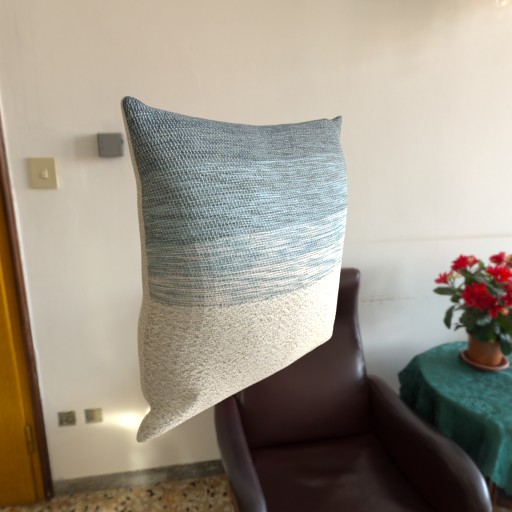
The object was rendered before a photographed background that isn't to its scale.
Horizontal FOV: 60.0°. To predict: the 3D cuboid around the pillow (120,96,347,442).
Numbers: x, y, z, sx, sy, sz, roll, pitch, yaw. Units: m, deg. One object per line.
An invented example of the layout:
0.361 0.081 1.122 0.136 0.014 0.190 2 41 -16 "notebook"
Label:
0.000 0.000 0.683 0.182 0.441 0.440 14 20 42 "pillow"
